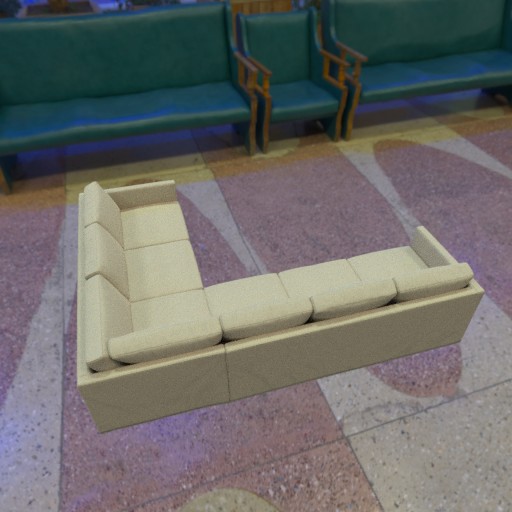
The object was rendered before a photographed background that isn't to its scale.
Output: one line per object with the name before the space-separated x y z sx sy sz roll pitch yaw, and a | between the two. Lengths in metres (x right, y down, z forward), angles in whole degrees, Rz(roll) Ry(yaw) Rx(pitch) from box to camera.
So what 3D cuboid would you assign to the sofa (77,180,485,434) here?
sofa | 0.000 0.000 4.281 3.182 0.871 2.432 -11 42 -12
